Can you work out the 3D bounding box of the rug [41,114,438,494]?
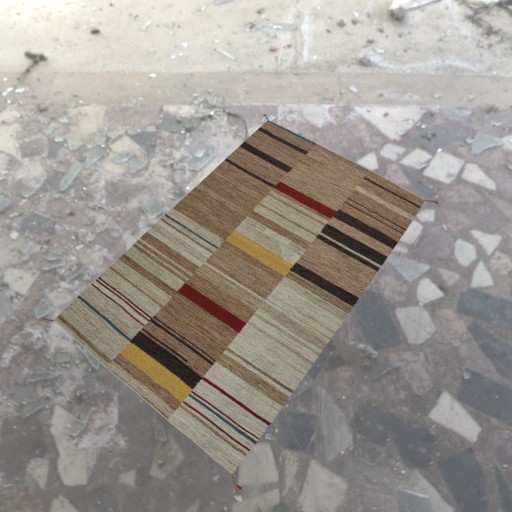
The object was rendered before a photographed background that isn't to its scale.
[{"bbox_3d":[0.000,0.000,2.391,1.268,0.007,1.918,33,64,18],"label":"rug"}]
